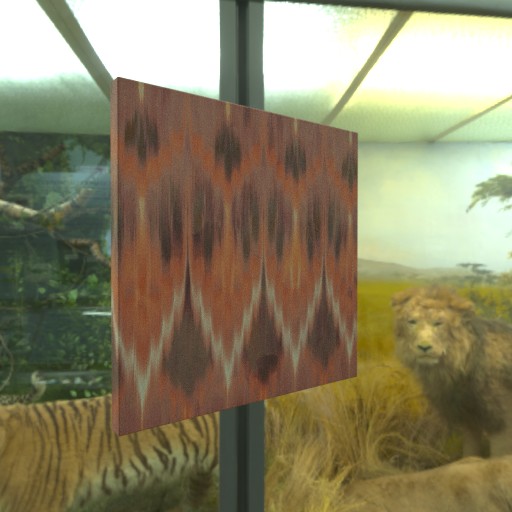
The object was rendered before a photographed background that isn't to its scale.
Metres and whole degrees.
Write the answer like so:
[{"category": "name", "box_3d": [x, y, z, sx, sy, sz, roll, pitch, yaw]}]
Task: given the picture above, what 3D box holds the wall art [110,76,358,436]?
[{"category": "wall art", "box_3d": [0.000, 0.000, 0.939, 0.603, 0.609, 0.037, -1, 1, -36]}]
